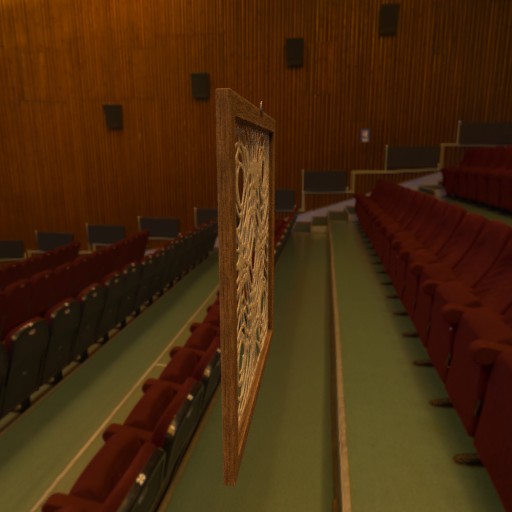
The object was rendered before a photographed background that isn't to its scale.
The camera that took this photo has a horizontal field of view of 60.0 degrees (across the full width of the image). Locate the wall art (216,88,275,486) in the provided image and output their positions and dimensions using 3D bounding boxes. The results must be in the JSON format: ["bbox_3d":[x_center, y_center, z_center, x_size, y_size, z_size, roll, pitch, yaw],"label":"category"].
[{"bbox_3d":[0.000,0.000,0.866,0.021,0.576,0.561,2,13,8],"label":"wall art"}]
